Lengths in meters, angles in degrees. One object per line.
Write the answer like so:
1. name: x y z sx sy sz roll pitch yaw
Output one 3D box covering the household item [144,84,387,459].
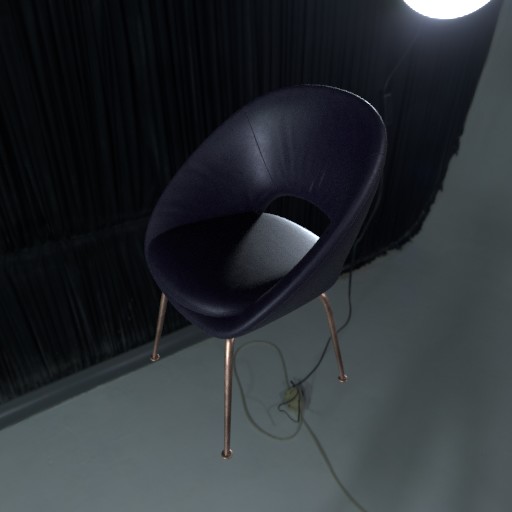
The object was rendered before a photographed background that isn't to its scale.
1. household item: 0.000 0.000 1.269 0.573 0.852 0.623 -22 39 -30
